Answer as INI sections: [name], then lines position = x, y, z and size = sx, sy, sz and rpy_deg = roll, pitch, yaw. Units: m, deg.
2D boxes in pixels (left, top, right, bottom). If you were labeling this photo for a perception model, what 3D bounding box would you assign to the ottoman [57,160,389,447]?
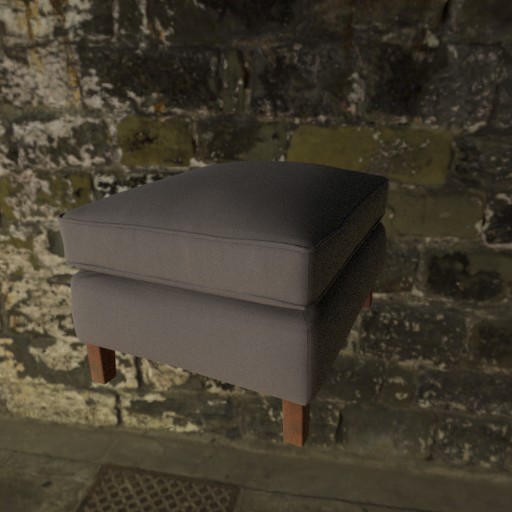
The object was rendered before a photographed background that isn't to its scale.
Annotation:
[ottoman]
position = 0.000, 0.000, 1.006
size = 0.508, 0.406, 0.686
rpy_deg = 8, 21, 23
